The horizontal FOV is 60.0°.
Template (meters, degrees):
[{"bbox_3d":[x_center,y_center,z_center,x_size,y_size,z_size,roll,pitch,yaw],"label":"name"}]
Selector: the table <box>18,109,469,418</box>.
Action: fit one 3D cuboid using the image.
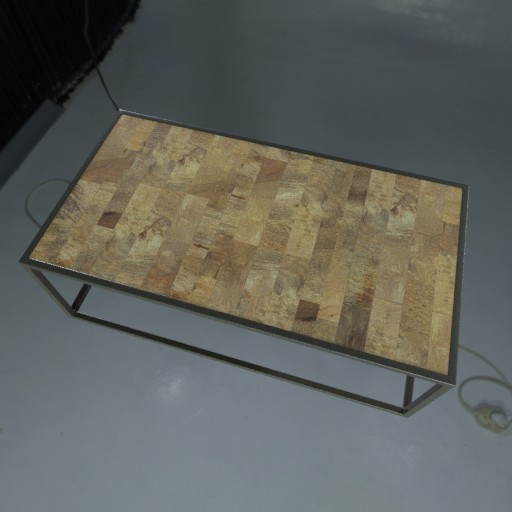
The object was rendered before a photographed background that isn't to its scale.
[{"bbox_3d":[0.000,0.000,1.484,1.199,0.398,0.649,14,60,8],"label":"table"}]
